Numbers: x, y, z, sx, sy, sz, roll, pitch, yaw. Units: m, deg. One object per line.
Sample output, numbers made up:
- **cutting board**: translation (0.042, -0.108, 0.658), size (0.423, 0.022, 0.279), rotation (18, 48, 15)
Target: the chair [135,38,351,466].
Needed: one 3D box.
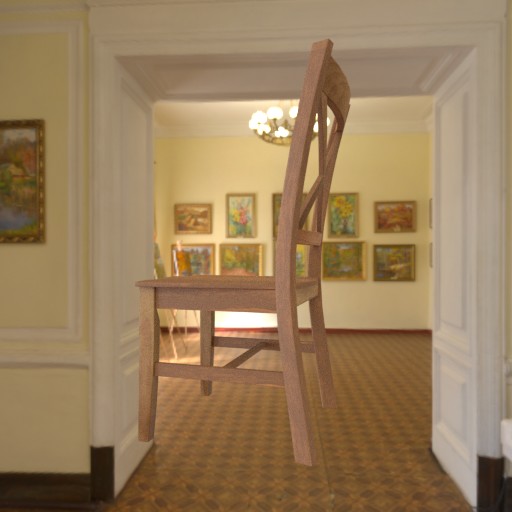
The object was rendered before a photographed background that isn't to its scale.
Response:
- **chair**: translation (0.000, 0.000, 1.305), size (0.542, 0.983, 0.485), rotation (0, 0, 17)
